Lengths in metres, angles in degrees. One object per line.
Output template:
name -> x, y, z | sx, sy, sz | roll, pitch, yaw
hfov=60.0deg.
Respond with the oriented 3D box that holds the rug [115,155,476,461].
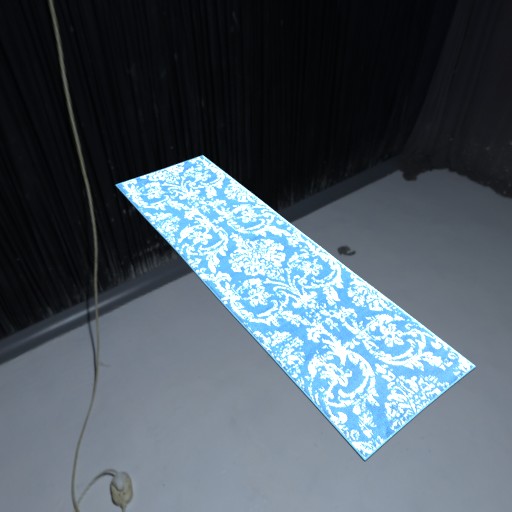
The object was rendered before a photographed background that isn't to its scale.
rug -> 0.000, 0.000, 2.356 | 0.662, 0.011, 2.196 | -26, 48, -26
